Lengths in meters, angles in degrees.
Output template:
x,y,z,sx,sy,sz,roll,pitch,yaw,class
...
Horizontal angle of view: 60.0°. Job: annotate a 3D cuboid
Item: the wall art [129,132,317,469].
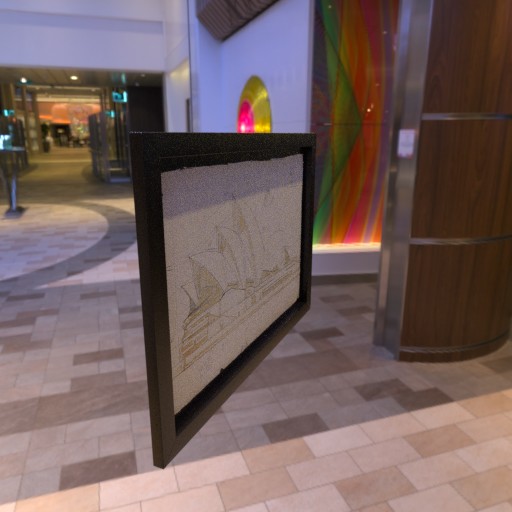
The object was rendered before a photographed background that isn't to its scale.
x,y,z,sx,sy,sz,roll,pitch,yaw,class
0.000,0.000,0.572,0.013,0.306,0.440,7,17,24,wall art
